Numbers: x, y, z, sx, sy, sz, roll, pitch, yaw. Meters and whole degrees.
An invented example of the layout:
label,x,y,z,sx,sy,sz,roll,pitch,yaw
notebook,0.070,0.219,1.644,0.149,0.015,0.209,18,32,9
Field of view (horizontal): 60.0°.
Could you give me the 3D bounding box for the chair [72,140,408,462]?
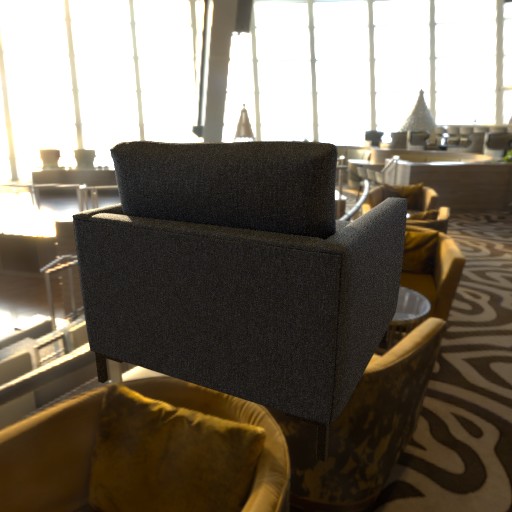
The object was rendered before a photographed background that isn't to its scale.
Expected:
label,x,y,z,sx,sy,sz,roll,pitch,yaw
chair,0.000,0.000,1.668,0.963,0.861,0.866,8,18,27
